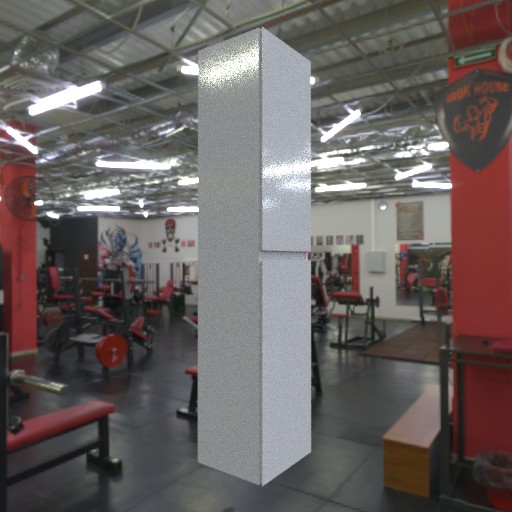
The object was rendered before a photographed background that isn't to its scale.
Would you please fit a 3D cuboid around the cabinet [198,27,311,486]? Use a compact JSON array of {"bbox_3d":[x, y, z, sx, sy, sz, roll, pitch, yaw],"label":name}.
[{"bbox_3d":[0.000,0.000,1.550,0.270,1.400,0.300,0,0,36],"label":"cabinet"}]
